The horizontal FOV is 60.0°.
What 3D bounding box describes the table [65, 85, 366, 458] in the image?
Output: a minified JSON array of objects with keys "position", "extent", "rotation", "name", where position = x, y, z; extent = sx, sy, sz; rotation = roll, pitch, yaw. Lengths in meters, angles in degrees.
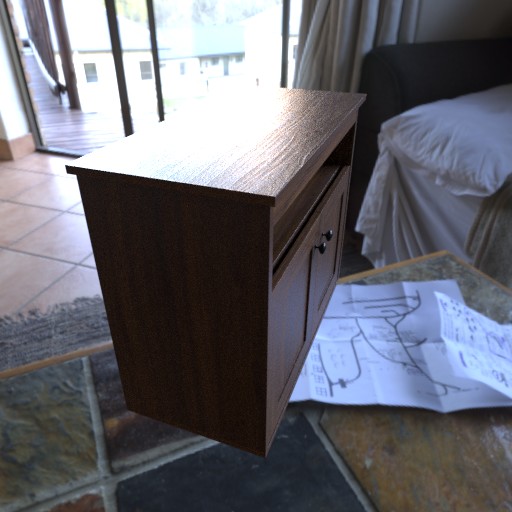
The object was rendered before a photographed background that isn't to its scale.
[{"position":[0.000,0.000,1.203],"extent":[0.390,0.725,0.802],"rotation":[11,33,18],"name":"table"}]
